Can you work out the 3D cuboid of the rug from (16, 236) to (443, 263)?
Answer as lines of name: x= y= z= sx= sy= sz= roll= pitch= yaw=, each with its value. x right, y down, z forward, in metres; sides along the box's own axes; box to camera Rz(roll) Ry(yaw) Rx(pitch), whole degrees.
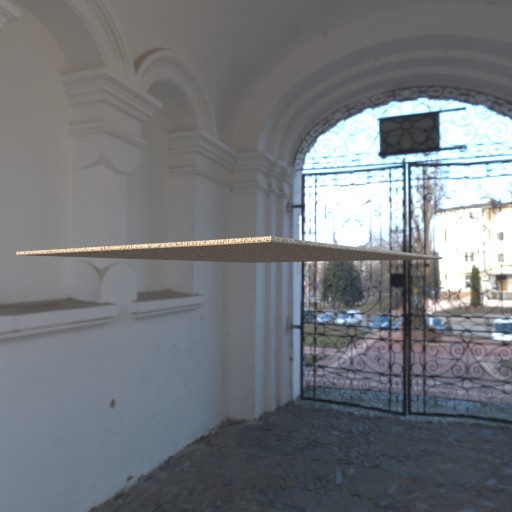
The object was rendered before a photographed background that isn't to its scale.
rug: x=0.000 y=0.000 z=3.917 sx=2.400 sy=0.026 sz=3.000 roll=-2 pitch=-3 yaw=37
